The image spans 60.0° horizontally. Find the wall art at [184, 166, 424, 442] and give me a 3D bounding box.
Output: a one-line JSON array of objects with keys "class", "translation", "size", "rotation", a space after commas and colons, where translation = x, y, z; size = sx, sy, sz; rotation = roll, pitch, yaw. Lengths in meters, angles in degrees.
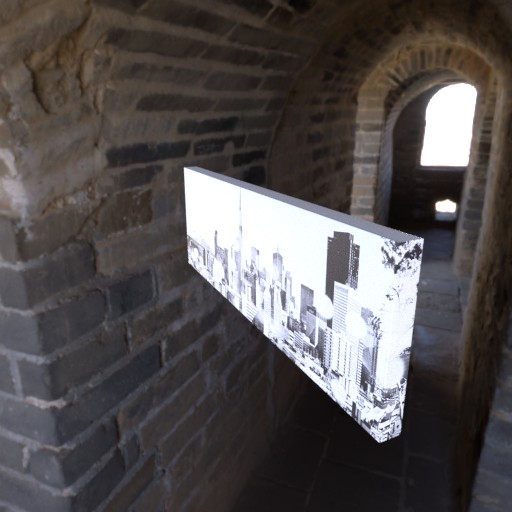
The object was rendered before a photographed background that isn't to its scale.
[{"class": "wall art", "translation": [0.000, 0.000, 0.841], "size": [0.036, 0.256, 0.766], "rotation": [-8, 20, -24]}]
